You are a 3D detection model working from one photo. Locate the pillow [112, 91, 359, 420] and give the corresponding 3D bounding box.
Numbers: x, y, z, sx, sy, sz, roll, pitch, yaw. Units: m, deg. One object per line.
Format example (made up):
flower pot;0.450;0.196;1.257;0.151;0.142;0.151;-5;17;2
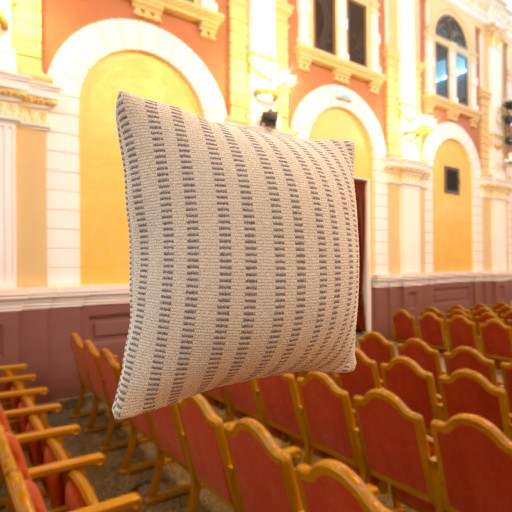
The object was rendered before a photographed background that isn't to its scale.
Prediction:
pillow;0.000;0.000;0.684;0.438;0.419;0.247;0;0;-35
